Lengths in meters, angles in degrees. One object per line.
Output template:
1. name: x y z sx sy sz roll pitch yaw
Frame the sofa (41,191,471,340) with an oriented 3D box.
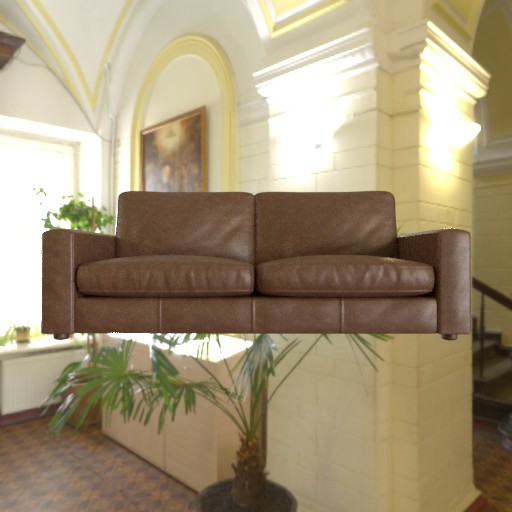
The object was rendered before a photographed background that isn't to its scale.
1. sofa: 0.000 0.000 2.696 2.179 0.873 1.016 0 0 0
